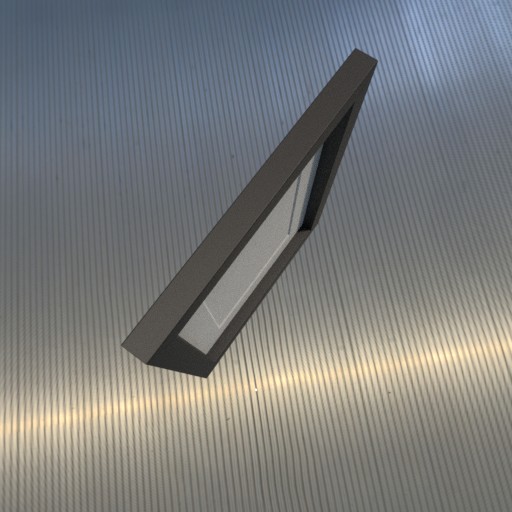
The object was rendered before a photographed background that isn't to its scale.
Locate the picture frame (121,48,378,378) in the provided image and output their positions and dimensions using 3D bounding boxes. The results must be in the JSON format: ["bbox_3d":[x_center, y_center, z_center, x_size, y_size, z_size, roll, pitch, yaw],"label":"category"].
[{"bbox_3d":[0.000,0.000,0.524,0.036,0.383,0.307,34,76,10],"label":"picture frame"}]
